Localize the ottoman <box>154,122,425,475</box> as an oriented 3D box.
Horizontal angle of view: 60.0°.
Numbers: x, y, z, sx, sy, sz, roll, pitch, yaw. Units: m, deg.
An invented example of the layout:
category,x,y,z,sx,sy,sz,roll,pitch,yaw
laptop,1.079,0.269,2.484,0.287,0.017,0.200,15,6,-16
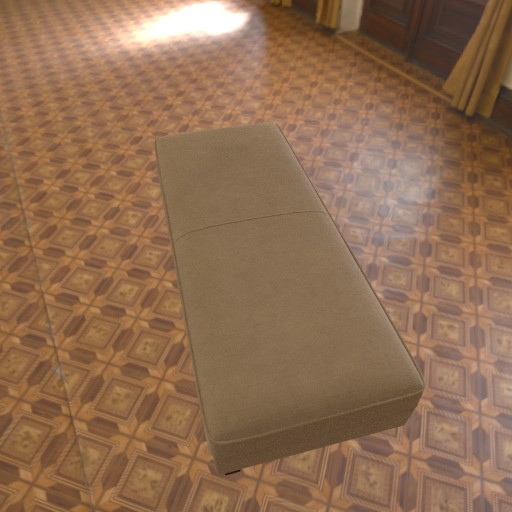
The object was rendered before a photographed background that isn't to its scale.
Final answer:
category,x,y,z,sx,sy,sz,roll,pitch,yaw
ottoman,0.000,0.000,2.006,0.735,0.460,1.726,-10,46,-10
